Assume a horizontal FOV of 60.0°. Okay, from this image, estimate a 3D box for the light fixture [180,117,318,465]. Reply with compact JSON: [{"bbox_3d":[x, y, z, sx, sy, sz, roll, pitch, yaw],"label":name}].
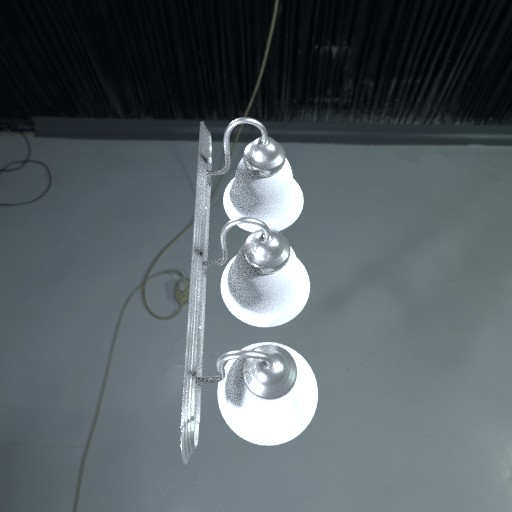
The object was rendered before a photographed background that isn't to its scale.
[{"bbox_3d":[0.000,0.000,0.720,0.199,0.222,0.610,-1,62,0],"label":"light fixture"}]
